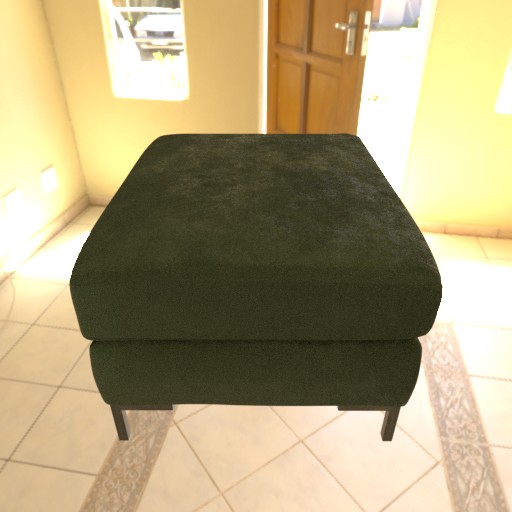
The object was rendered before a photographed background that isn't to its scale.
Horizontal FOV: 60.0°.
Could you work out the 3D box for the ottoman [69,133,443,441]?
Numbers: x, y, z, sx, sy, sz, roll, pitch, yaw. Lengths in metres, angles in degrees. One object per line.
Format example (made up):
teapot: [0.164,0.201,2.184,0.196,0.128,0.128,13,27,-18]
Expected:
ottoman: [0.000,0.000,1.252,0.701,0.538,0.839,0,32,0]
